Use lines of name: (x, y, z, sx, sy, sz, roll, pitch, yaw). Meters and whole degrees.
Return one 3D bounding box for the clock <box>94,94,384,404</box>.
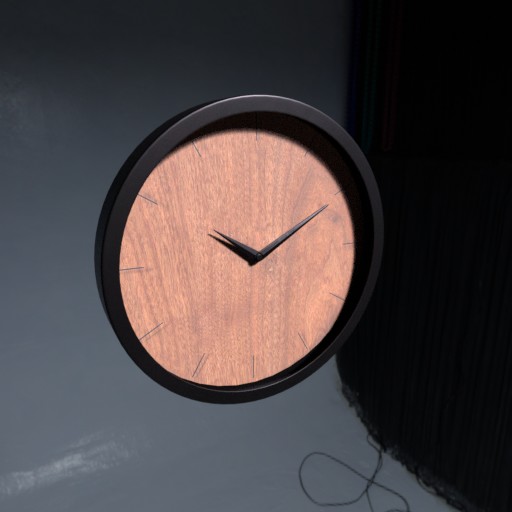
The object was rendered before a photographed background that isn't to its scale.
clock: (0.000, 0.000, 0.459, 0.314, 0.314, 0.040, -8, 17, -27)
